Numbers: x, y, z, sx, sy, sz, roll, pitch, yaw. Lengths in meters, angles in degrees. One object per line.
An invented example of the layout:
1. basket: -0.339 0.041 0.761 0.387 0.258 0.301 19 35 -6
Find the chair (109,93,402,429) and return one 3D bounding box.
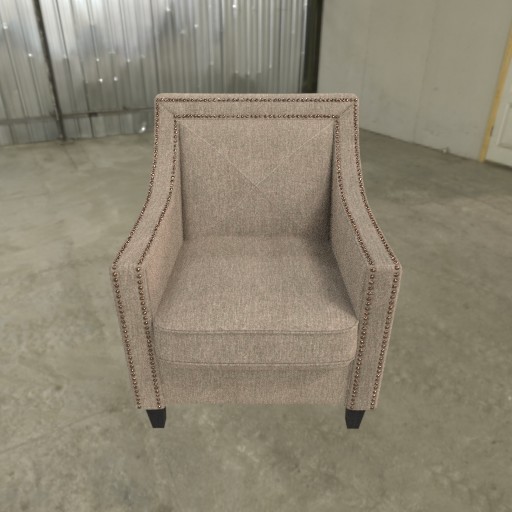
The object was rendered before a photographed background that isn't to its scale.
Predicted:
1. chair: 0.000 0.000 1.565 0.776 0.967 0.884 0 29 0
